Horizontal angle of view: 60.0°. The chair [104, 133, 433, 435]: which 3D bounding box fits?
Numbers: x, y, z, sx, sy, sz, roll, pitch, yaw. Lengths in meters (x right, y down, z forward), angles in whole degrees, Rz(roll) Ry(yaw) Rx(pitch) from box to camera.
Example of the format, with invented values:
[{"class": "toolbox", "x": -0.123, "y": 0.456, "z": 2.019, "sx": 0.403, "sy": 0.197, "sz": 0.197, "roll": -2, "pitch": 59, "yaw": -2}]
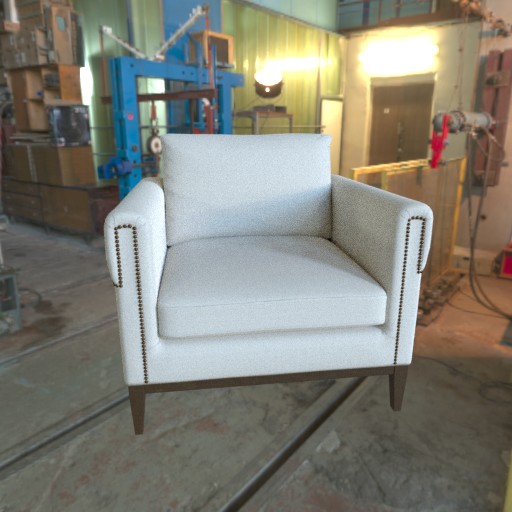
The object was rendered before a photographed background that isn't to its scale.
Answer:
[{"class": "chair", "x": 0.000, "y": 0.000, "z": 1.729, "sx": 0.982, "sy": 0.915, "sz": 0.896, "roll": -2, "pitch": 16, "yaw": -8}]
